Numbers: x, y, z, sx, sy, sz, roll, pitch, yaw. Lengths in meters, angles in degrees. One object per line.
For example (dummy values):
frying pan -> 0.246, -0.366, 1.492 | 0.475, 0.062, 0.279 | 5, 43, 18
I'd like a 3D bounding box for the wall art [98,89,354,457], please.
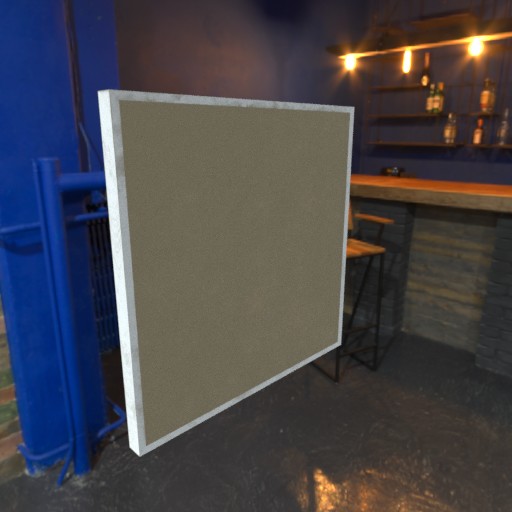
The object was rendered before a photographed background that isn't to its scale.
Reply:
wall art -> 0.000, 0.000, 0.764 | 0.508, 0.506, 0.029 | -15, 21, -43
